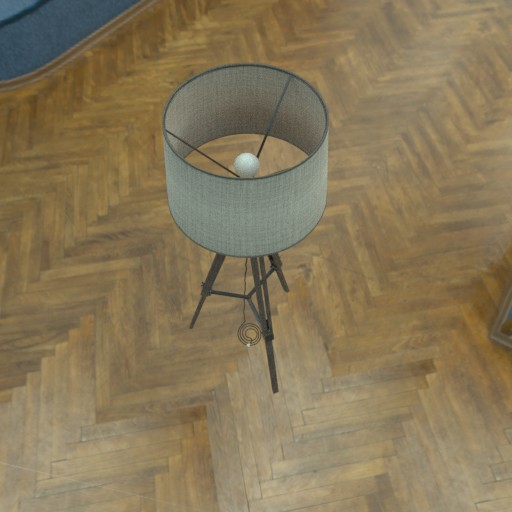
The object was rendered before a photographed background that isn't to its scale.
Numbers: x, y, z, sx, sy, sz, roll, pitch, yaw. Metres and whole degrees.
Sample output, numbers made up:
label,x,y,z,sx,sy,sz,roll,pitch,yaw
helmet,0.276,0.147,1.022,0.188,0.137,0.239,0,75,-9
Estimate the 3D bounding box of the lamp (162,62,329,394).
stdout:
label,x,y,z,sx,sy,sz,roll,pitch,yaw
lamp,0.000,0.000,1.788,0.604,1.510,0.587,32,64,18
